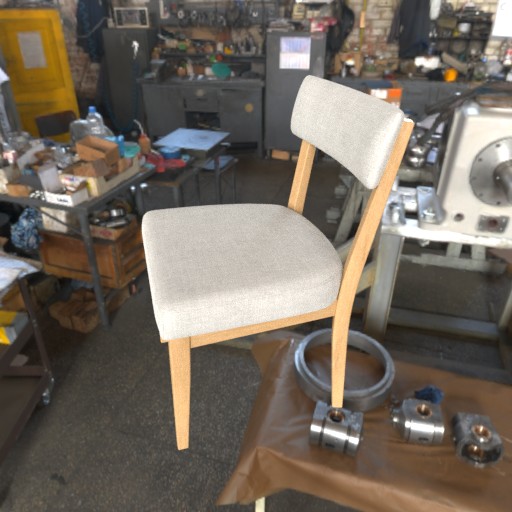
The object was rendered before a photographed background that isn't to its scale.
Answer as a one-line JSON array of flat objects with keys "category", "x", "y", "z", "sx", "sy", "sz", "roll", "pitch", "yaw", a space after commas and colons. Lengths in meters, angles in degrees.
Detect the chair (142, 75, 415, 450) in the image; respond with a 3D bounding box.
[{"category": "chair", "x": 0.000, "y": 0.000, "z": 1.195, "sx": 0.572, "sy": 0.832, "sz": 0.508, "roll": -8, "pitch": 31, "yaw": -14}]
